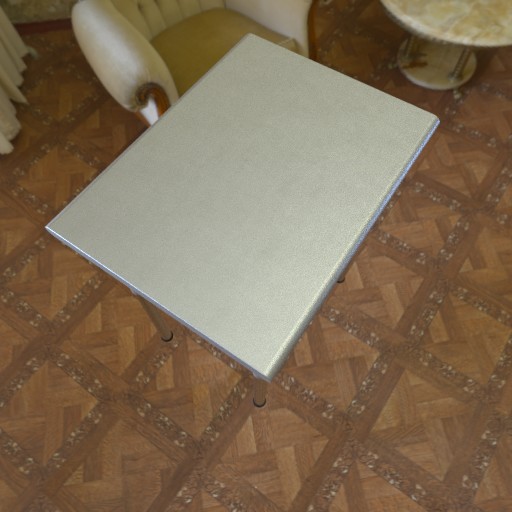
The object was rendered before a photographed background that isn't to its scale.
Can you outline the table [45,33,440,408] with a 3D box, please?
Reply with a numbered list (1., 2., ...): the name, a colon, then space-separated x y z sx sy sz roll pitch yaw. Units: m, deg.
1. table: 0.000 0.000 1.401 0.584 0.876 0.762 31 67 15
